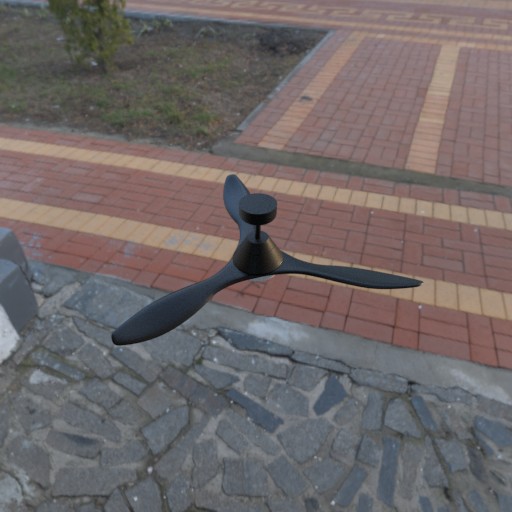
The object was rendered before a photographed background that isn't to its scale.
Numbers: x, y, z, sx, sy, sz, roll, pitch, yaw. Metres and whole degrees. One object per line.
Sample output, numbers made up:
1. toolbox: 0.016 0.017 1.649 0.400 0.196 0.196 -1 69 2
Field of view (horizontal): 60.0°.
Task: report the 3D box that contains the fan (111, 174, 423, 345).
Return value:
1. fan: 0.000 0.000 1.608 1.067 0.305 1.067 24 45 26
